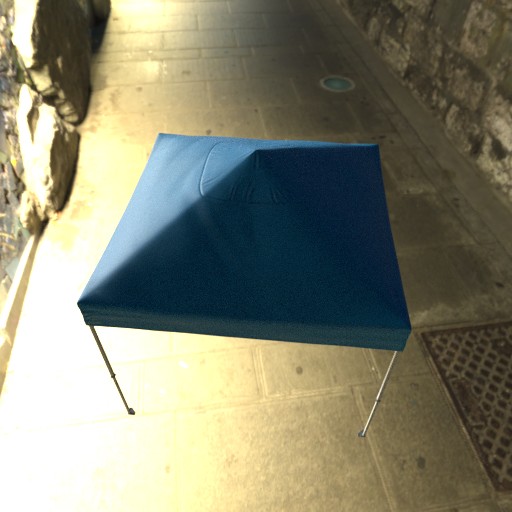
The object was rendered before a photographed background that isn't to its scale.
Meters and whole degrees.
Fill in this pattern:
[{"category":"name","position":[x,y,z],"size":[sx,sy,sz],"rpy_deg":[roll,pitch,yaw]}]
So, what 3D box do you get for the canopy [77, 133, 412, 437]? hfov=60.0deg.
[{"category":"canopy","position":[0.000,0.000,5.455],"size":[2.996,2.997,2.998],"rpy_deg":[4,46,4]}]
